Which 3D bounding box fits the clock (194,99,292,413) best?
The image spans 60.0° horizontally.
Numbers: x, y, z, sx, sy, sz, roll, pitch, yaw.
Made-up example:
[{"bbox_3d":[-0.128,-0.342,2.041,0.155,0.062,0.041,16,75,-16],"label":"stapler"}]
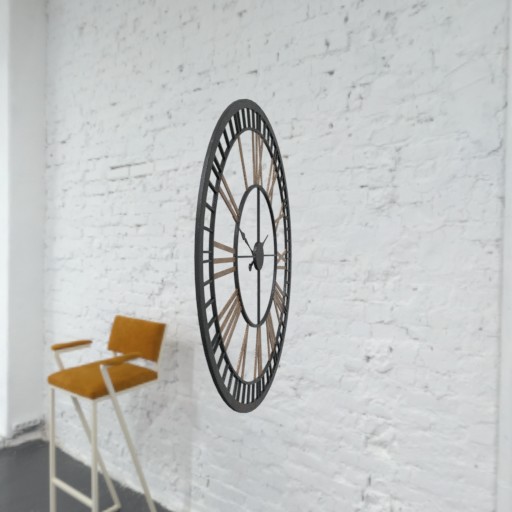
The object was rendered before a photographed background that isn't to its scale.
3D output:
[{"bbox_3d":[0.000,0.000,1.258,0.025,0.843,0.843,0,0,17],"label":"clock"}]
